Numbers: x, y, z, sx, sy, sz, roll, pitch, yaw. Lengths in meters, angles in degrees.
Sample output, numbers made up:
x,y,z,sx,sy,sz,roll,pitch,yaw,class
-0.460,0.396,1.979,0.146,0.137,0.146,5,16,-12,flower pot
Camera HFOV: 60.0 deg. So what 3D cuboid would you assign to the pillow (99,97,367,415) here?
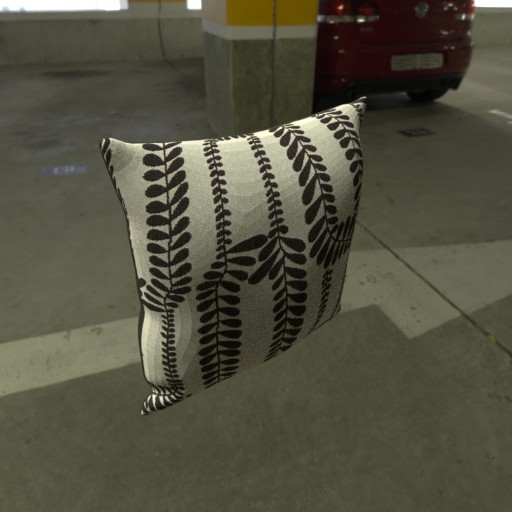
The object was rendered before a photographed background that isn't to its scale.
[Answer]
x,y,z,sx,sy,sz,roll,pitch,yaw,class
0.000,0.000,0.694,0.440,0.441,0.182,-21,37,-31,pillow
